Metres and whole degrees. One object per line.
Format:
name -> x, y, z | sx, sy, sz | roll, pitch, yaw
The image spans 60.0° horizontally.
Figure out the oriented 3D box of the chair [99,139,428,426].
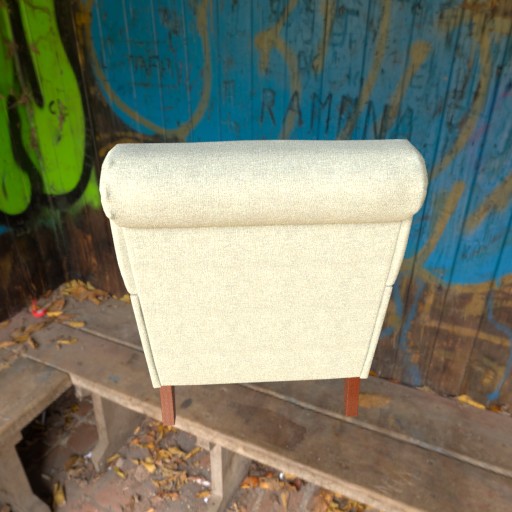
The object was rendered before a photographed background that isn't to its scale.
chair -> 0.000, 0.000, 1.903 | 0.964, 1.178, 1.060 | -2, 28, -3
